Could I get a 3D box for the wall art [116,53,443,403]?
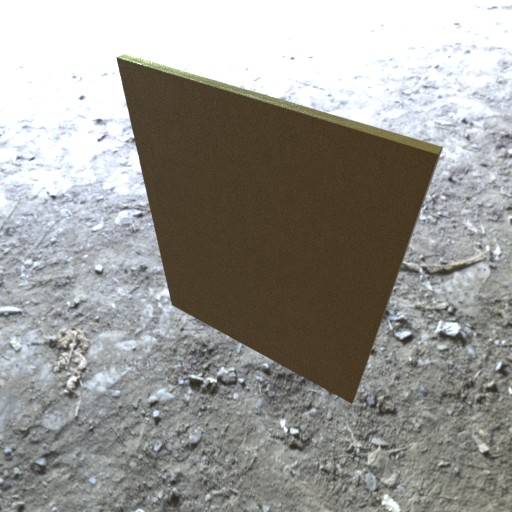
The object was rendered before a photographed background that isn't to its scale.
[{"bbox_3d":[0.000,0.000,1.319,0.798,1.002,0.030,24,51,22],"label":"wall art"}]
